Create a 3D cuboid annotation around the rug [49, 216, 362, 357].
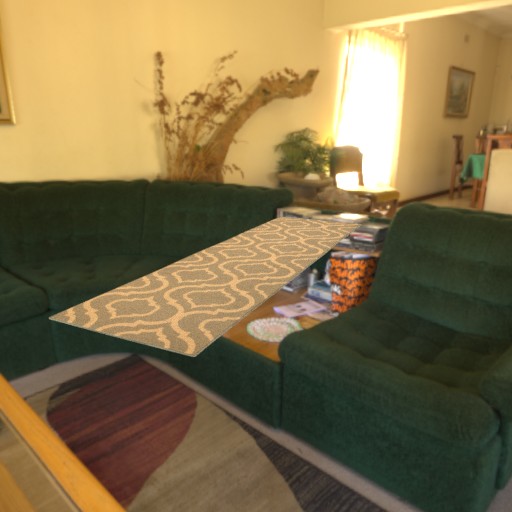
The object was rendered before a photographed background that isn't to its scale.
[{"bbox_3d":[0.000,0.000,2.557,0.684,0.009,2.275,8,18,25],"label":"rug"}]
